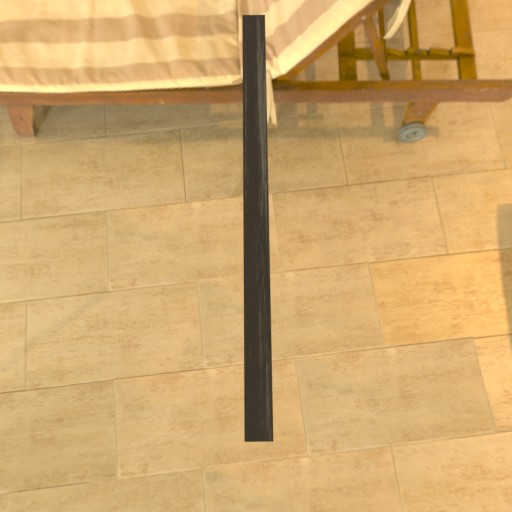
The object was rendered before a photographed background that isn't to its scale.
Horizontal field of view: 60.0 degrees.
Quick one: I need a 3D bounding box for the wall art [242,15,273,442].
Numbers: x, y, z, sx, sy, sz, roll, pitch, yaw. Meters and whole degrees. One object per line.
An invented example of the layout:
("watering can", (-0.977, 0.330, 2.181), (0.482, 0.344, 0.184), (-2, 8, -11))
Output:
("wall art", (0.000, 0.000, 1.124), (0.043, 0.758, 0.762), (-1, 76, 0))
